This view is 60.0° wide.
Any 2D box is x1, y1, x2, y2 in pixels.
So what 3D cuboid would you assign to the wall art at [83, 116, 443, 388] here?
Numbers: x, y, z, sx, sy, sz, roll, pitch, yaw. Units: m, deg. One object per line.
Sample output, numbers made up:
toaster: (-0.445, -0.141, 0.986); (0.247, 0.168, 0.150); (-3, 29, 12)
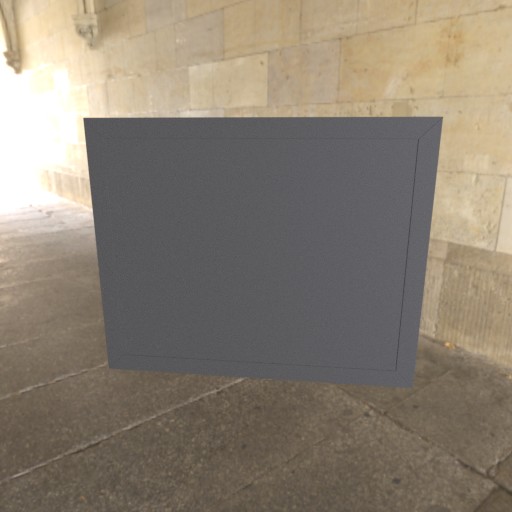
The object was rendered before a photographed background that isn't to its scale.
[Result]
wall art: (0.000, 0.000, 0.551); (0.404, 0.329, 0.024); (2, 16, 7)
